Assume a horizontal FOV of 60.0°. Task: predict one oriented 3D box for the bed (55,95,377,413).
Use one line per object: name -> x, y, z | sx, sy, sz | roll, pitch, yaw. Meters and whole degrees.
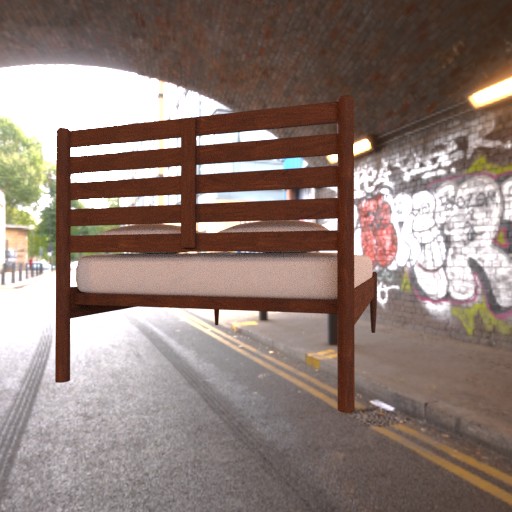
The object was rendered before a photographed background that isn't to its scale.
bed -> 0.000, 0.000, 3.031 | 1.509, 1.304, 2.093 | 0, -1, 18
